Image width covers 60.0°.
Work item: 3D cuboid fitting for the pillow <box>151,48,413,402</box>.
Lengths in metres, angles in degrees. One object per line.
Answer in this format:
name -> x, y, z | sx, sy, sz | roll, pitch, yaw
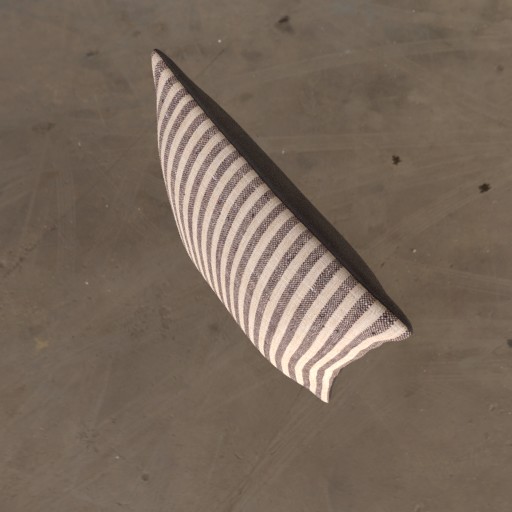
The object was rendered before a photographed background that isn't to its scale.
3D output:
pillow -> 0.000, 0.000, 0.766 | 0.166, 0.506, 0.523 | -34, 69, -15
